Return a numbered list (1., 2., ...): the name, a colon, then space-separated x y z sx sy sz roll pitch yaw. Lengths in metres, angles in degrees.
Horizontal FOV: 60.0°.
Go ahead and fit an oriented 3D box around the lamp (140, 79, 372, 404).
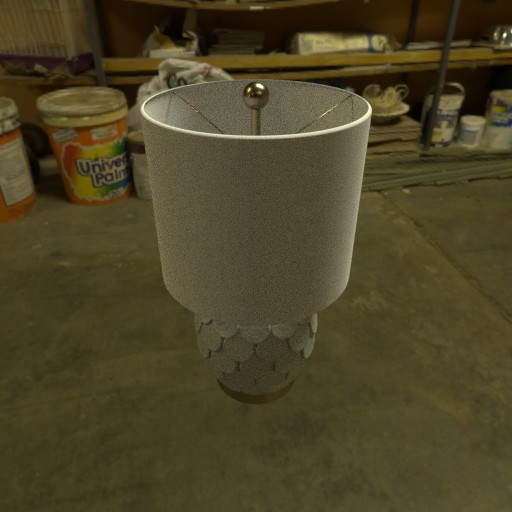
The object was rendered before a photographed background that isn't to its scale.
1. lamp: 0.000 0.000 0.607 0.254 0.452 0.254 0 33 0
